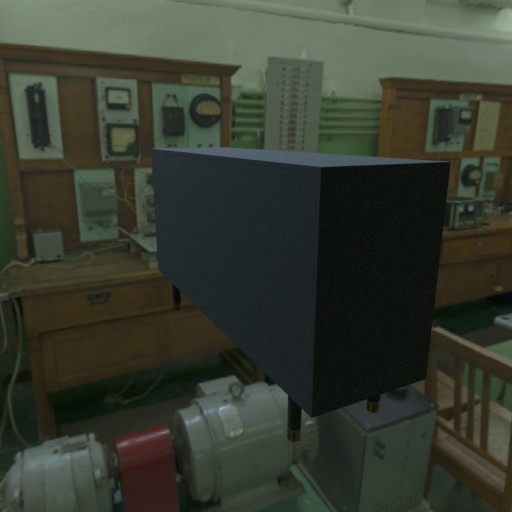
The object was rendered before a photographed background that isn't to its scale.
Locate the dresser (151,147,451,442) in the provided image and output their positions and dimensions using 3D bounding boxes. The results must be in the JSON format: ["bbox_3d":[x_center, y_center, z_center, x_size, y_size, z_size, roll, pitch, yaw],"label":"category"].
[{"bbox_3d":[0.000,0.000,1.924,0.463,0.872,1.558,-8,17,-26],"label":"dresser"}]
